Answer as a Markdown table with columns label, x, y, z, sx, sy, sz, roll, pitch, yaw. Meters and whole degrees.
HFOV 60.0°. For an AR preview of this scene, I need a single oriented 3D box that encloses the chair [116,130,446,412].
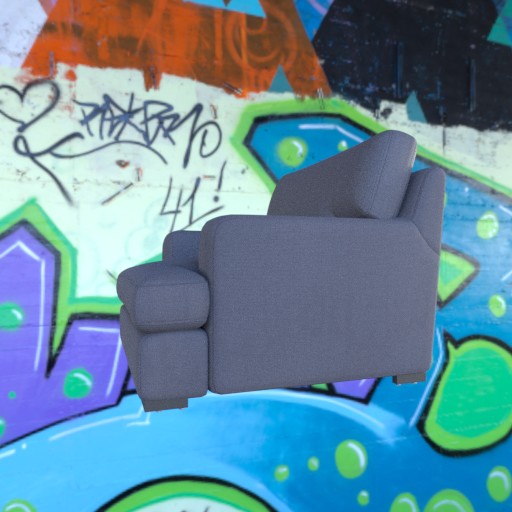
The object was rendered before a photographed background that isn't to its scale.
| label | x | y | z | sx | sy | sz | roll | pitch | yaw |
| --- | --- | --- | --- | --- | --- | --- | --- | --- | --- |
| chair | 0.000 | 0.000 | 1.969 | 1.143 | 0.940 | 1.168 | 0 | 0 | -20 |
